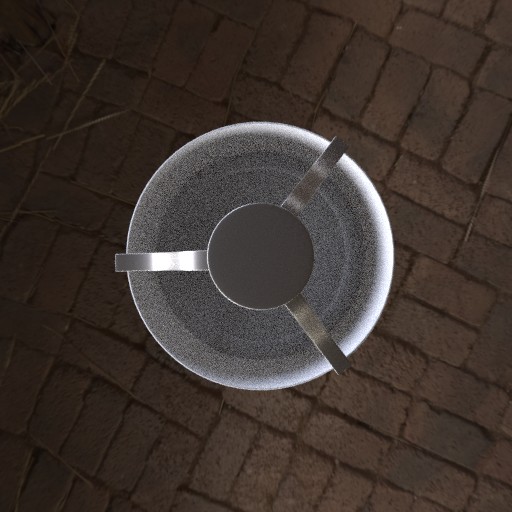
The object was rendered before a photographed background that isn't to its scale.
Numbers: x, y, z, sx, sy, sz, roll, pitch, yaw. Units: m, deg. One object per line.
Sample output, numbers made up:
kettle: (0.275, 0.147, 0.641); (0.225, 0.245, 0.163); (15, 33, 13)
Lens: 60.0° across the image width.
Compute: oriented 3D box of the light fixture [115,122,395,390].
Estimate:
light fixture: (0.000, 0.000, 0.668); (0.395, 0.304, 0.395); (0, 90, 0)
